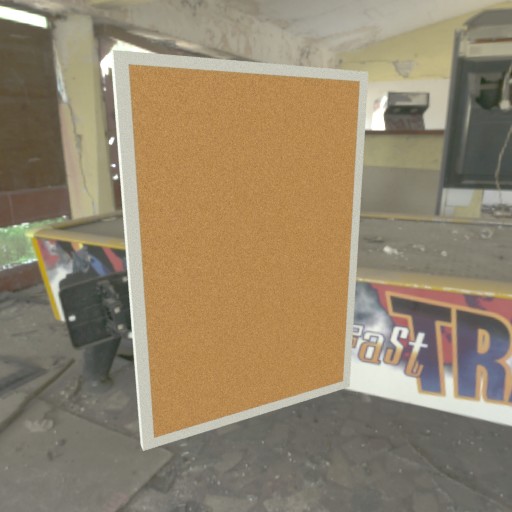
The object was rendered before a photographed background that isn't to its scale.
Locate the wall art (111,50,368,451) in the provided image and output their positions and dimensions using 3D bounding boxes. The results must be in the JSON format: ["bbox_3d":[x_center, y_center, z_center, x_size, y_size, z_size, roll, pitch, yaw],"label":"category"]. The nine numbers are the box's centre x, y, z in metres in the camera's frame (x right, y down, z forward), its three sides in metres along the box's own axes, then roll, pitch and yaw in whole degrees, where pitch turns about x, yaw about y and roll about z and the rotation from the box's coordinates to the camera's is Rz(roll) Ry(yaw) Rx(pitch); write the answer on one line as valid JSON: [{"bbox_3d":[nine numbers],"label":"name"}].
[{"bbox_3d":[0.000,0.000,0.536,0.303,0.433,0.013,-7,16,-26],"label":"wall art"}]
